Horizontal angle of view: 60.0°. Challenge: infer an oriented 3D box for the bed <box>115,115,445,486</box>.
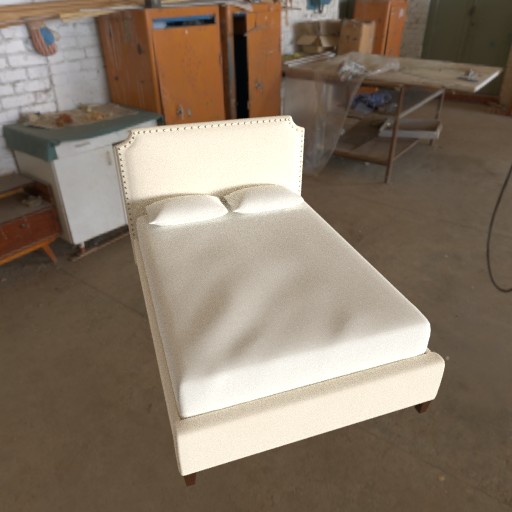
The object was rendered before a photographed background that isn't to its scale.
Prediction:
[{"bbox_3d":[0.000,0.000,3.315,1.712,1.443,2.365,-10,33,-16],"label":"bed"}]
